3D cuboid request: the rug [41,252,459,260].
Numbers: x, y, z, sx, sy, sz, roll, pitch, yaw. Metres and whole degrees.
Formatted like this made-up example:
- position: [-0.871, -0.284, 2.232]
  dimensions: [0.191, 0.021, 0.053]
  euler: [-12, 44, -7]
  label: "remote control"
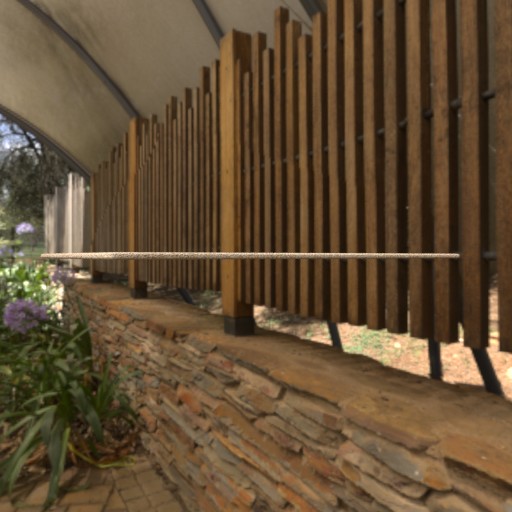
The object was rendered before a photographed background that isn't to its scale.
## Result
- position: [0.000, 0.000, 3.027]
  dimensions: [2.438, 0.030, 1.524]
  euler: [0, 0, -35]
  label: "rug"
